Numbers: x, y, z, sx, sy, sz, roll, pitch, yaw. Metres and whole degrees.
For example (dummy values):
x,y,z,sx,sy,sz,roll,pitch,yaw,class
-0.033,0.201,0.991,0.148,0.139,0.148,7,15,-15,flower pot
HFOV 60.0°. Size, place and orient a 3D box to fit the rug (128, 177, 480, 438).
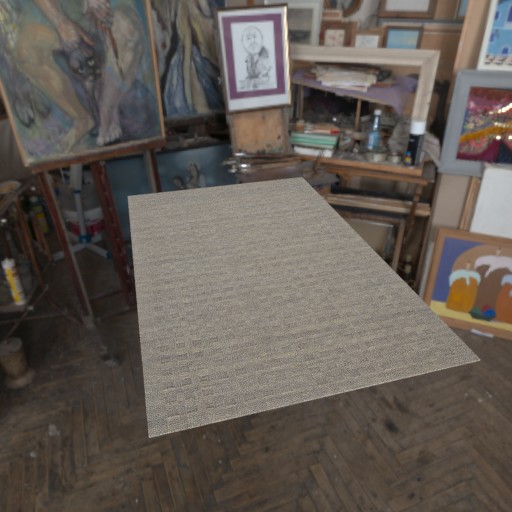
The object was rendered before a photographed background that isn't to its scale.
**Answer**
x,y,z,sx,sy,sz,roll,pitch,yaw,class
0.000,0.000,2.138,1.142,0.006,1.752,-8,33,-13,rug
